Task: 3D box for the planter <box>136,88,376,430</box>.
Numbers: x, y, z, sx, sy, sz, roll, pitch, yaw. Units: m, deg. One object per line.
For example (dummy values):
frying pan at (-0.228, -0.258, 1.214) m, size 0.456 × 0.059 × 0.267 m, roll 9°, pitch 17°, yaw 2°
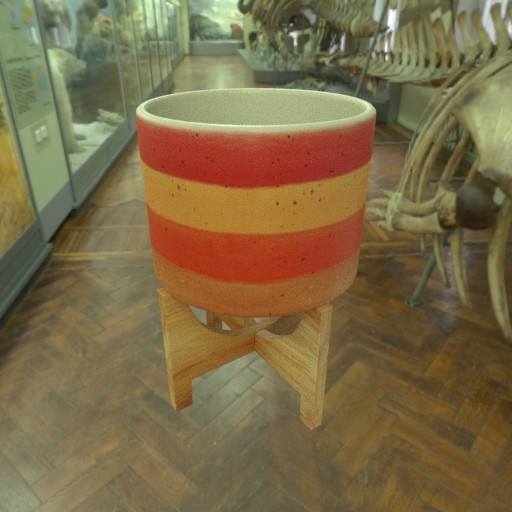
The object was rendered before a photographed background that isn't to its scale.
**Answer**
planter at (0.000, 0.000, 0.573) m, size 0.269 × 0.379 × 0.269 m, roll 0°, pitch 28°, yaw 0°
